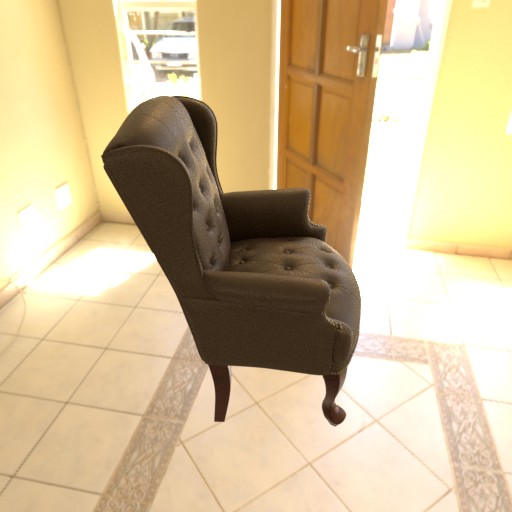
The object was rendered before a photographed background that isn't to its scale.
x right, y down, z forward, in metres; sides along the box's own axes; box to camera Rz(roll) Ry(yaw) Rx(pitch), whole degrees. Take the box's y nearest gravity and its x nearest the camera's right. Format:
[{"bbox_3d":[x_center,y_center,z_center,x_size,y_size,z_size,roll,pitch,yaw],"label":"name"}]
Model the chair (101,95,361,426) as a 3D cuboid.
[{"bbox_3d":[0.000,0.000,1.683,0.819,1.132,0.829,1,30,1],"label":"chair"}]
